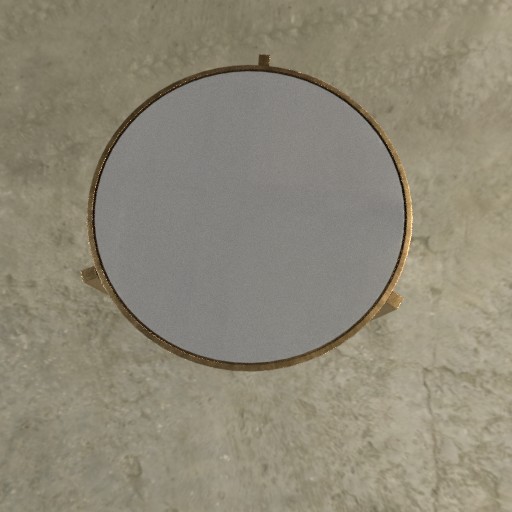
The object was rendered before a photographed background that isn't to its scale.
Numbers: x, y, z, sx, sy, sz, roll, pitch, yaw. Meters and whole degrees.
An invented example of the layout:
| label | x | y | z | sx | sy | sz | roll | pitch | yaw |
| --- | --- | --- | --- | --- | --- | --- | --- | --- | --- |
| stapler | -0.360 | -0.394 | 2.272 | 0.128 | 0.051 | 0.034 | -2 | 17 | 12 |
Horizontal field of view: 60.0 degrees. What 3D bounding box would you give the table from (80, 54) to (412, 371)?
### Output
| label | x | y | z | sx | sy | sz | roll | pitch | yaw |
| --- | --- | --- | --- | --- | --- | --- | --- | --- | --- |
| table | 0.000 | 0.000 | 0.446 | 0.243 | 0.269 | 0.231 | 34 | 78 | 8 |
